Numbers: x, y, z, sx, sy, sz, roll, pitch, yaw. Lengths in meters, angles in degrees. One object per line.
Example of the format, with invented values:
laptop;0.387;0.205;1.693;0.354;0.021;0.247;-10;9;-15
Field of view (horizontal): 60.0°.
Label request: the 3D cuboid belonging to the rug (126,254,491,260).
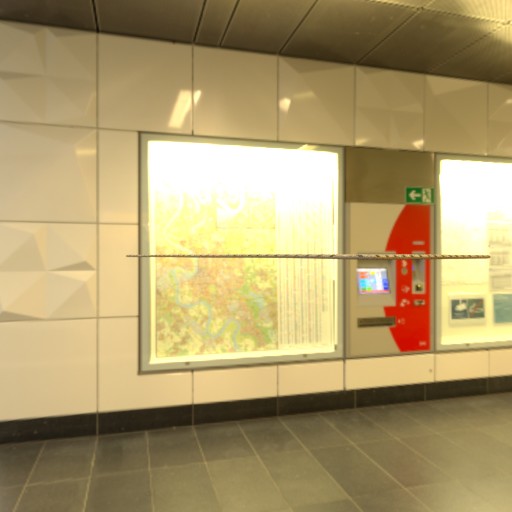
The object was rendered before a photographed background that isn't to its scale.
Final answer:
rug;0.000;0.000;2.686;0.773;0.020;2.439;0;0;-35
